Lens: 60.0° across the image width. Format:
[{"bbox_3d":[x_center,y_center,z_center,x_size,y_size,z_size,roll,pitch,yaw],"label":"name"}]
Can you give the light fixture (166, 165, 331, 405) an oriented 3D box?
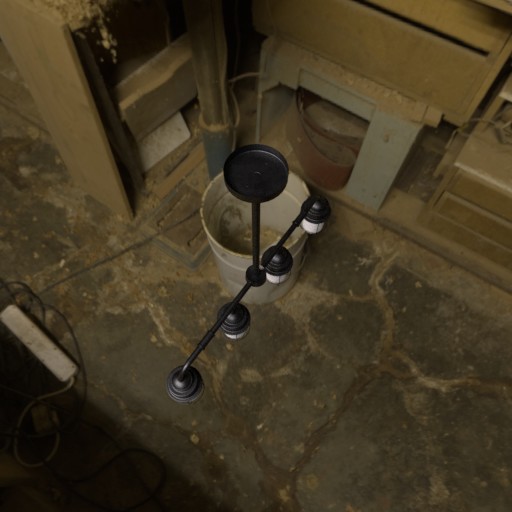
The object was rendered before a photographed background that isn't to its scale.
[{"bbox_3d":[0.000,0.000,1.236,0.131,0.785,0.852,33,68,15],"label":"light fixture"}]
